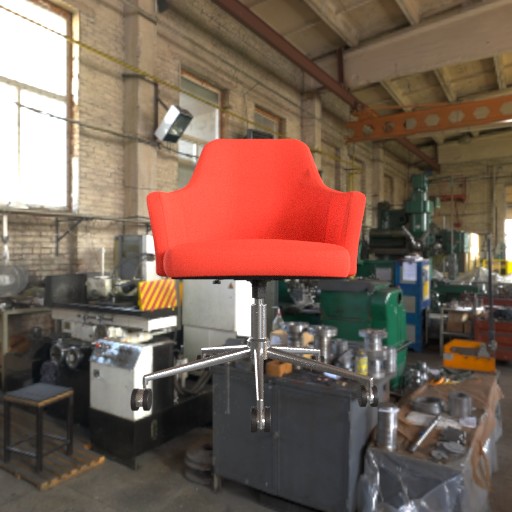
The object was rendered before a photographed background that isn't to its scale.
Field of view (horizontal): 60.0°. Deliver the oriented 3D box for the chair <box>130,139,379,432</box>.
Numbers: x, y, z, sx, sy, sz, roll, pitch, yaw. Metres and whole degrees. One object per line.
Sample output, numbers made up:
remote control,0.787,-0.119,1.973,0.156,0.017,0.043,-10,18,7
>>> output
chair,0.000,0.000,1.303,0.655,0.820,0.600,0,0,0
